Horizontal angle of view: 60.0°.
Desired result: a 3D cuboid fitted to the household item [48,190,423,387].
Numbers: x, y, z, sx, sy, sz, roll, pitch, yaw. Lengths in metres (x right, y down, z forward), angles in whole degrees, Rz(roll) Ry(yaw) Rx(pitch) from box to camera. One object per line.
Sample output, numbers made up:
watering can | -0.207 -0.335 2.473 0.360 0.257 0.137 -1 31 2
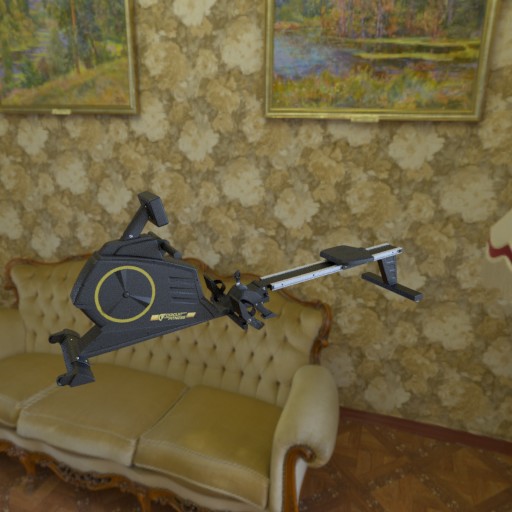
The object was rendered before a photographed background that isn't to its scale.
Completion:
household item | 0.000 0.000 2.560 2.251 0.810 0.521 -9 19 -27
